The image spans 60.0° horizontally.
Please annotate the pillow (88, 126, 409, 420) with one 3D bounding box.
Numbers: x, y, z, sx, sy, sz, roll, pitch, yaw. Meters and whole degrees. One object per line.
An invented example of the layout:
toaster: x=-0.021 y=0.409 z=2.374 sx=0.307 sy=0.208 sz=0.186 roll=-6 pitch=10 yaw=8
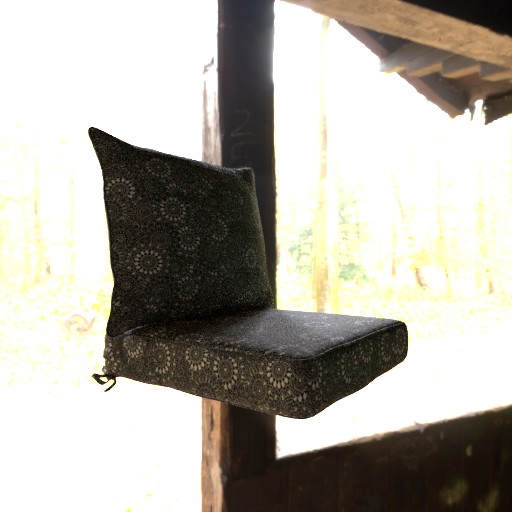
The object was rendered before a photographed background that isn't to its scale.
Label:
pillow: x=0.000 y=0.000 z=1.355 sx=0.740 sy=0.722 sz=0.798 roll=0 pitch=0 yaw=36
